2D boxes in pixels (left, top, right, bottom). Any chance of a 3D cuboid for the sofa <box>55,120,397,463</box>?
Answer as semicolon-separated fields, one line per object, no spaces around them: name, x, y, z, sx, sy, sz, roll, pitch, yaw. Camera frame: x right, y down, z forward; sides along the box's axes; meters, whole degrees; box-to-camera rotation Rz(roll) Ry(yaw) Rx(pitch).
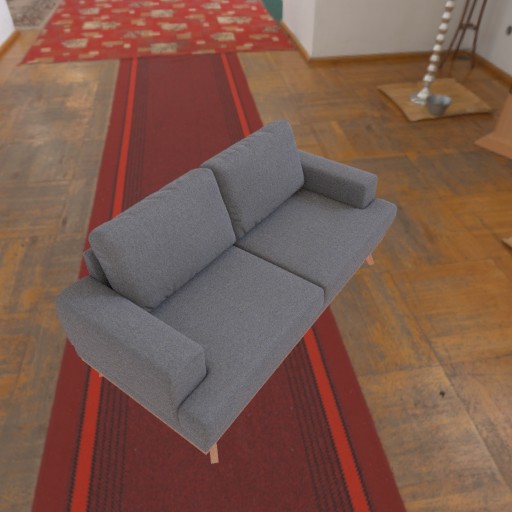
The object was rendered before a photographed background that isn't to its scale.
sofa;0.000;0.000;2.133;0.785;0.810;1.650;25;47;26
